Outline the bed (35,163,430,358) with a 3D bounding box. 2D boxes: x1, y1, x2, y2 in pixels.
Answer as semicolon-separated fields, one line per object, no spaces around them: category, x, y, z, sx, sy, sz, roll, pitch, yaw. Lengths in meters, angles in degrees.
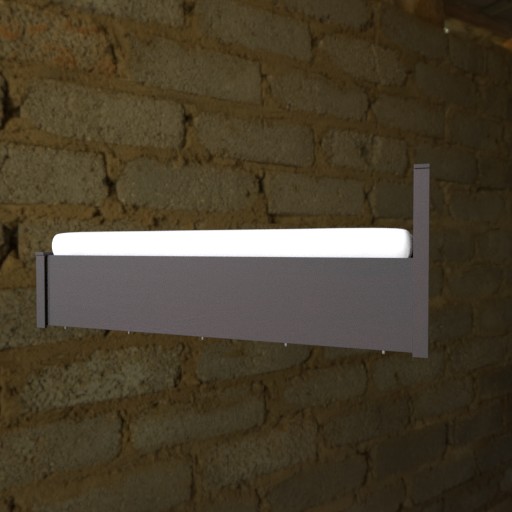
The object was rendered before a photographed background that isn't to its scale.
bed;0.000;0.000;2.957;2.103;0.808;1.634;0;1;20
